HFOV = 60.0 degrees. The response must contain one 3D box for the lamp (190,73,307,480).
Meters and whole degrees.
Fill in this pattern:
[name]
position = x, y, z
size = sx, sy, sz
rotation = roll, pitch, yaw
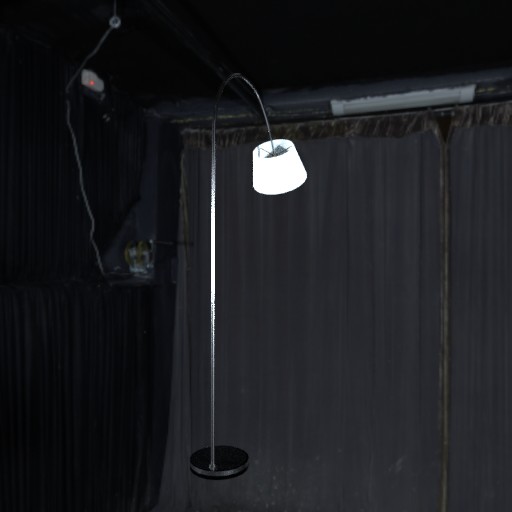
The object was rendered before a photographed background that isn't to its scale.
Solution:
[lamp]
position = 0.000, 0.000, 2.763
size = 0.406, 2.098, 1.445
rotation = 0, -1, 18
